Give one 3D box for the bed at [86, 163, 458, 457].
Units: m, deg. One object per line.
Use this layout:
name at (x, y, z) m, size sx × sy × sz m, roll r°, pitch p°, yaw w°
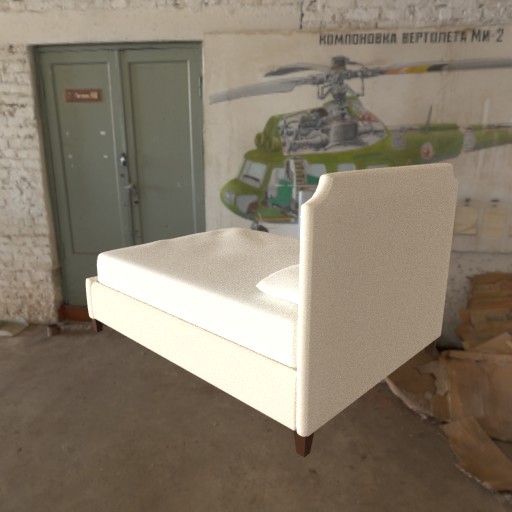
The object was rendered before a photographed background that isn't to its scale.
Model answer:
bed at (0.000, 0.000, 3.428) m, size 2.365 × 1.443 × 1.712 m, roll 14°, pitch 20°, yaw 42°
